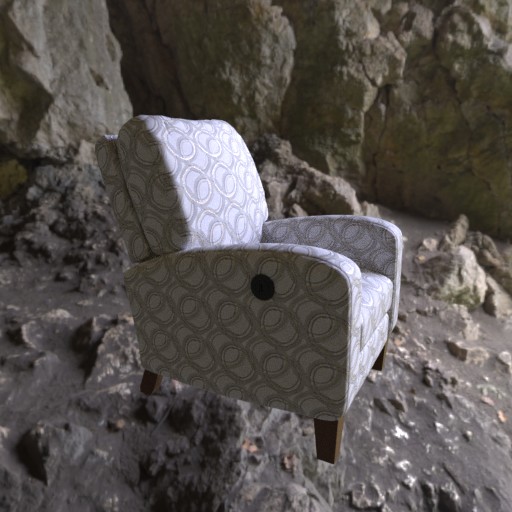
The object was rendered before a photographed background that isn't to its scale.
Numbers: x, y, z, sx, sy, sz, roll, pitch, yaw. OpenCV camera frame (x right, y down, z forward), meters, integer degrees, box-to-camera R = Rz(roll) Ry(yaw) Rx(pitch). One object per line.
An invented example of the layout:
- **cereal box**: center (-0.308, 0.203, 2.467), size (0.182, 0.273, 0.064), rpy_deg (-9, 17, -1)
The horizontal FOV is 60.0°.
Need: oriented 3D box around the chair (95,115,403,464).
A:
- **chair**: center (0.000, 0.000, 1.750), size (0.995, 1.065, 0.796), rpy_deg (7, 16, 27)
